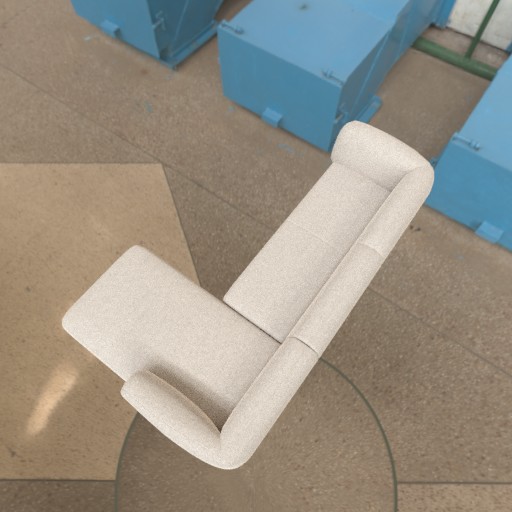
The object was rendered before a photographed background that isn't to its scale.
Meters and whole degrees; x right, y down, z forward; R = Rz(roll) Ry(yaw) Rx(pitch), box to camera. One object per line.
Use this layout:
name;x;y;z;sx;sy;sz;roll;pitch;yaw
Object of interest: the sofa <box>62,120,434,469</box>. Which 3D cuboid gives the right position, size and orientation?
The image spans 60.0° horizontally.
sofa;0.000;0.000;3.327;1.610;0.730;2.660;33;68;15
